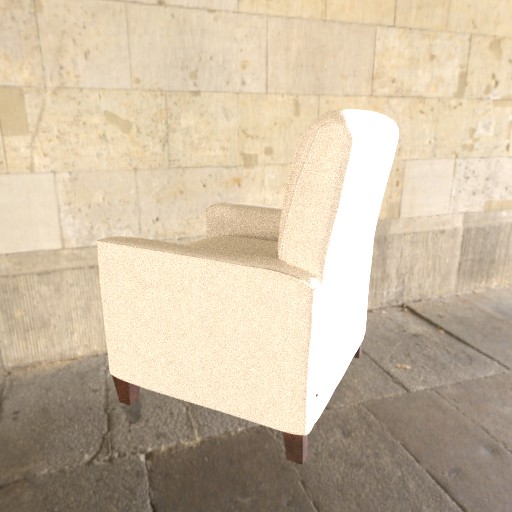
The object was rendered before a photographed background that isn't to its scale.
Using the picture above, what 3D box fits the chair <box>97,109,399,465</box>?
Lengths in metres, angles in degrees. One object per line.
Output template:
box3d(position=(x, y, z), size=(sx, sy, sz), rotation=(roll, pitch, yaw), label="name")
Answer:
box3d(position=(0.000, 0.000, 1.653), size=(0.858, 1.028, 0.841), rotation=(8, 18, 25), label="chair")
